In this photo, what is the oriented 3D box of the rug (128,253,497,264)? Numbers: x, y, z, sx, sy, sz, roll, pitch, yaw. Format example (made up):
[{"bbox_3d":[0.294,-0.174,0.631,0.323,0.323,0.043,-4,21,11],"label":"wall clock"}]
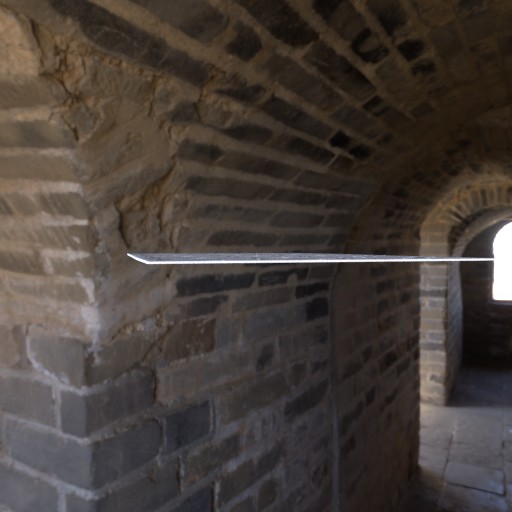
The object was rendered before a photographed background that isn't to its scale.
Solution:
[{"bbox_3d":[0.000,0.000,2.816,1.522,0.008,2.284,0,1,-18],"label":"rug"}]
